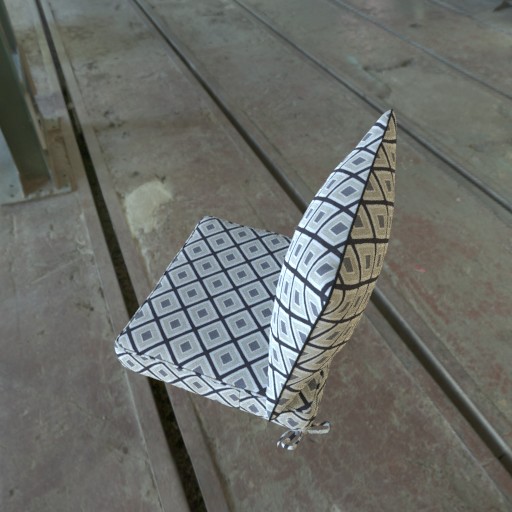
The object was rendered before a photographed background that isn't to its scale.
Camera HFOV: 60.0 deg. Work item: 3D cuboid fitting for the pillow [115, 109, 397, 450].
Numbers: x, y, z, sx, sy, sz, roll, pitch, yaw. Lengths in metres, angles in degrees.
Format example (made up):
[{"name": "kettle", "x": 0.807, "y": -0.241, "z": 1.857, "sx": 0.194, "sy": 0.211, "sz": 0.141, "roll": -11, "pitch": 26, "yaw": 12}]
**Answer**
[{"name": "pillow", "x": 0.000, "y": 0.000, "z": 1.364, "sx": 0.733, "sy": 0.722, "sz": 0.798, "roll": 15, "pitch": 48, "yaw": 14}]
